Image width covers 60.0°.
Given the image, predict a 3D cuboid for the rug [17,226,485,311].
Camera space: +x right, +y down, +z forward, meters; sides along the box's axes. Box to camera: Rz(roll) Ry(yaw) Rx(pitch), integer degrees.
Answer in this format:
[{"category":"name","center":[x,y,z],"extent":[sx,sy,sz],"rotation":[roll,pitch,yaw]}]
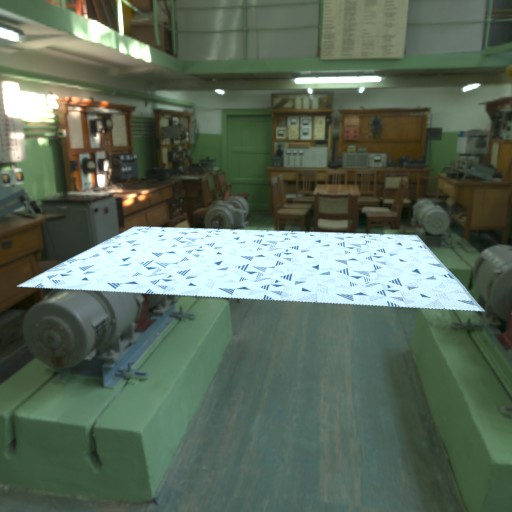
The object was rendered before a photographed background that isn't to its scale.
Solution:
[{"category":"rug","center":[0.000,0.000,2.278],"extent":[1.835,0.003,1.206],"rotation":[2,16,8]}]
